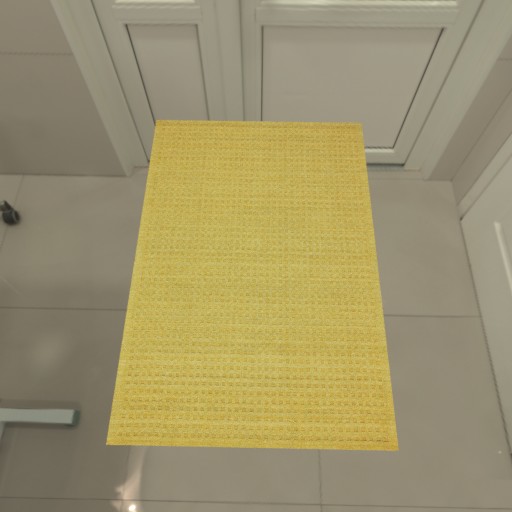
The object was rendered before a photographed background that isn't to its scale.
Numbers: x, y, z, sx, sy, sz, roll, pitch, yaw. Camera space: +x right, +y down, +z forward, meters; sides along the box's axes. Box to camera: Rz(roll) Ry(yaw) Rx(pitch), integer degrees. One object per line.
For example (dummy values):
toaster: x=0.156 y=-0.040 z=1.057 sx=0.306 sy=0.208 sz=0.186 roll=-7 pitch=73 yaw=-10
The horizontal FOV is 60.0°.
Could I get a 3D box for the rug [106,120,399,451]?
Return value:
rug: x=0.000 y=0.000 z=3.642 sx=1.981 sy=0.006 sz=2.895 roll=1 pitch=64 yaw=0
